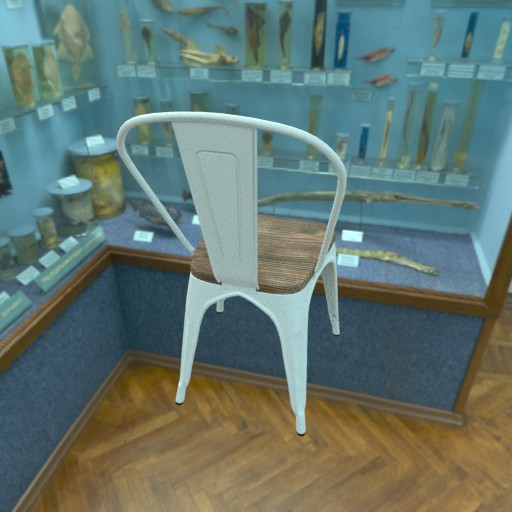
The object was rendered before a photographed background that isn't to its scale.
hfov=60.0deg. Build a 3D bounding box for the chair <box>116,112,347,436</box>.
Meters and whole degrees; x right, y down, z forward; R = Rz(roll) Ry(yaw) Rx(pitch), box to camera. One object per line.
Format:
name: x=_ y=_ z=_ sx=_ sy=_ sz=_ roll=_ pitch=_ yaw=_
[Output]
chair: x=0.000 y=0.000 z=1.160 sx=0.452 sy=0.851 sz=0.521 roll=9 pitch=33 yaw=14
